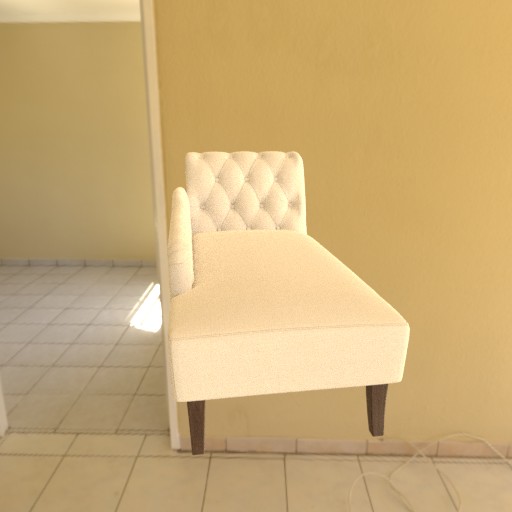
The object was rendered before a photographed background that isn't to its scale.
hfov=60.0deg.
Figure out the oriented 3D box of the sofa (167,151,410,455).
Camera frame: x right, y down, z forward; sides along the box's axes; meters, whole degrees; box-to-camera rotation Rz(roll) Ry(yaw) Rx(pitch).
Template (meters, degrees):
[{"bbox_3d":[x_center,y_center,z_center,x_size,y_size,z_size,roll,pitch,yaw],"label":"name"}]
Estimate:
[{"bbox_3d":[0.000,0.000,1.824,0.675,0.787,1.379,-2,16,-8],"label":"sofa"}]
